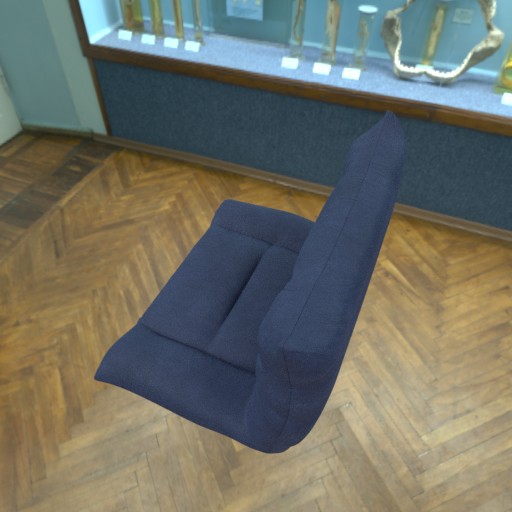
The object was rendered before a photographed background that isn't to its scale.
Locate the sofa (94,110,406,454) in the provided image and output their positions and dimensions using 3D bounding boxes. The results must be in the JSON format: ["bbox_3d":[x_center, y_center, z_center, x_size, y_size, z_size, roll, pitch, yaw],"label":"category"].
[{"bbox_3d":[0.000,0.000,1.672,0.849,0.778,1.122,17,49,16],"label":"sofa"}]
